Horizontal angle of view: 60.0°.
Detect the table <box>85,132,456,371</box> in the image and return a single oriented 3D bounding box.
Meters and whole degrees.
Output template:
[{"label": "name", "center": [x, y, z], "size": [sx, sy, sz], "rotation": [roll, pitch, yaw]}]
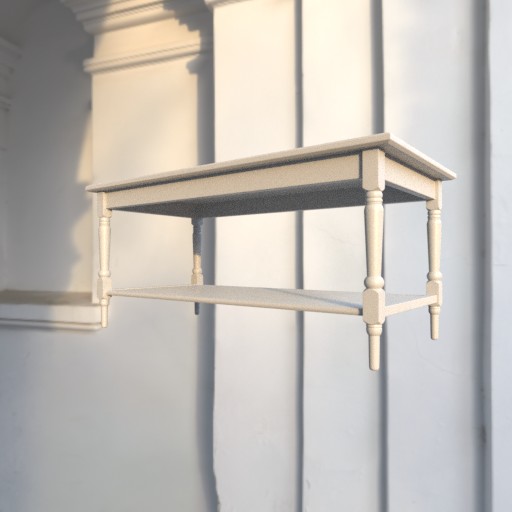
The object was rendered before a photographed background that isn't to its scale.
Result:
[{"label": "table", "center": [0.000, 0.000, 1.460], "size": [1.109, 0.506, 0.551], "rotation": [0, -1, 37]}]
